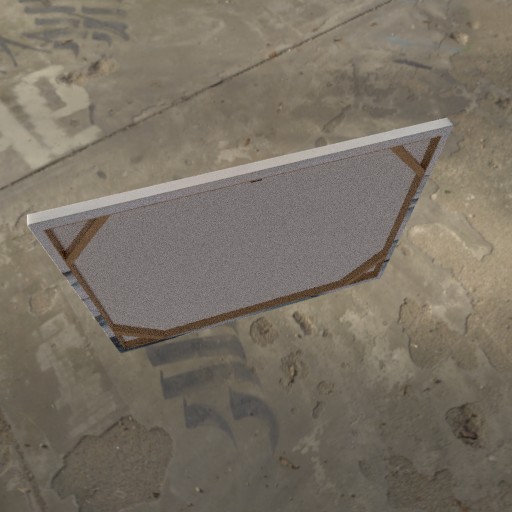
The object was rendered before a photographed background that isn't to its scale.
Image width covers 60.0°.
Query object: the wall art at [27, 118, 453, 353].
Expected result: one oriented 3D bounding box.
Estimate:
[{"bbox_3d":[0.000,0.000,1.608,1.219,0.915,0.039,-15,59,-9],"label":"wall art"}]
